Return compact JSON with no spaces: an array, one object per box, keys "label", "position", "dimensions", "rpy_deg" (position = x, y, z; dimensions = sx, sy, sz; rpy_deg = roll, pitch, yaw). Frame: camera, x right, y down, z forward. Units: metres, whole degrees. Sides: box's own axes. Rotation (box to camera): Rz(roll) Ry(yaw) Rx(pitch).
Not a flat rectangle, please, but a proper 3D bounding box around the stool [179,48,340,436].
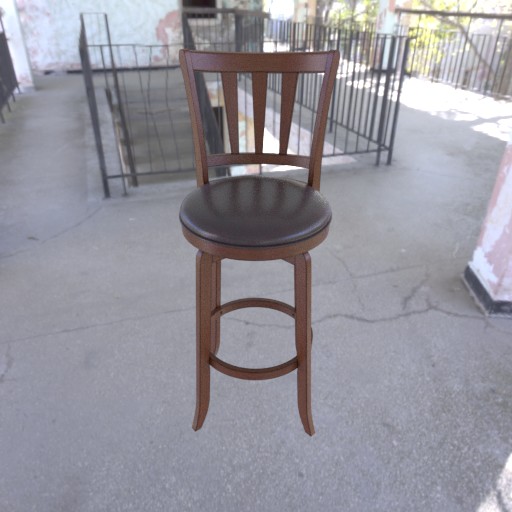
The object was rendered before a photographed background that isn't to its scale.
[{"label":"stool","position":[0.000,0.000,1.422],"dimensions":[0.464,1.177,0.503],"rpy_deg":[1,30,2]}]
